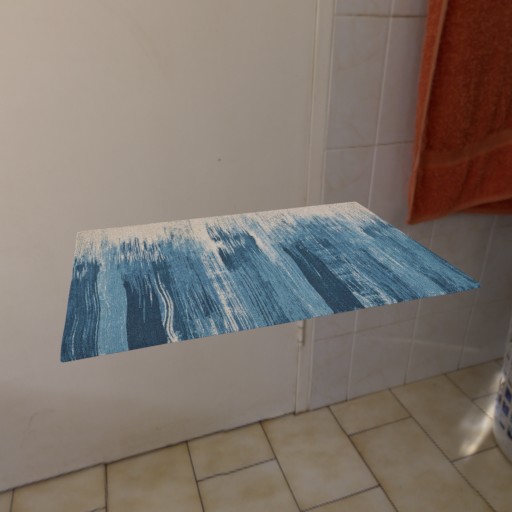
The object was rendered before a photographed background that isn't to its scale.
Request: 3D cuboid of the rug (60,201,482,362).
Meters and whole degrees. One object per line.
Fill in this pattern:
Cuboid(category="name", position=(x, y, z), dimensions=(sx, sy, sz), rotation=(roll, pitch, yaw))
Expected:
Cuboid(category="rug", position=(0.000, 0.000, 2.333), dimensions=(1.836, 0.009, 1.232), rotation=(-8, 27, -15))
